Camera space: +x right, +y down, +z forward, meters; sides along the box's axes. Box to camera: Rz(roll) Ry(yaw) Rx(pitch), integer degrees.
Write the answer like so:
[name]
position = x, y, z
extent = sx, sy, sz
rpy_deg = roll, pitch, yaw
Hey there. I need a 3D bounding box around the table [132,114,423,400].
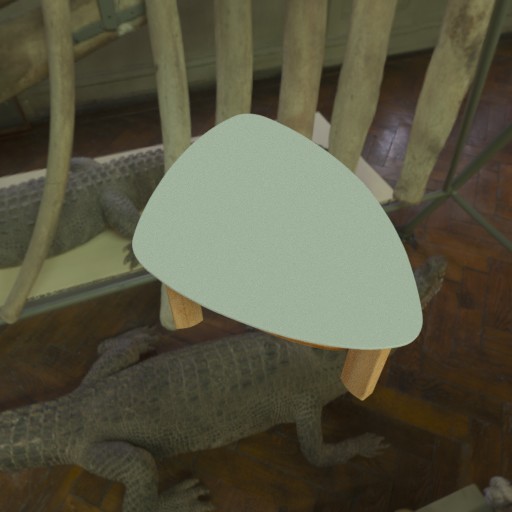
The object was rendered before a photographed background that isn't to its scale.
[table]
position = 0.000, 0.000, 1.676
extent = 0.850, 0.440, 1.250
rpy_deg = -16, 49, -15
